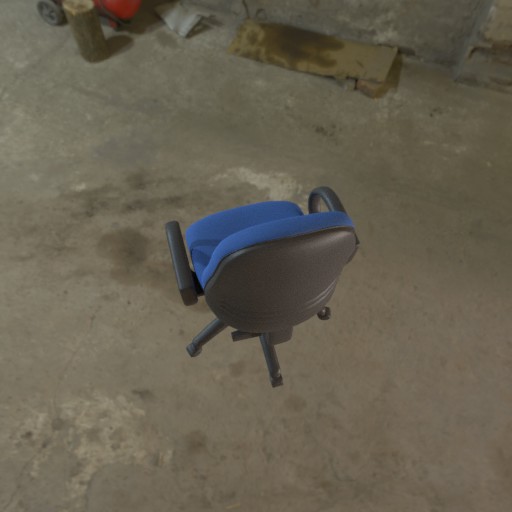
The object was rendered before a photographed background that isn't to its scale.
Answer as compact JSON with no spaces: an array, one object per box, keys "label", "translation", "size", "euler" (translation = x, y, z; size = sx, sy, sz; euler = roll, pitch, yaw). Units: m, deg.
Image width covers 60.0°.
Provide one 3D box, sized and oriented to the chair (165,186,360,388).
[{"label":"chair","translation":[0.000,0.000,1.287],"size":[0.552,0.905,0.549],"euler":[-14,60,-8]}]
